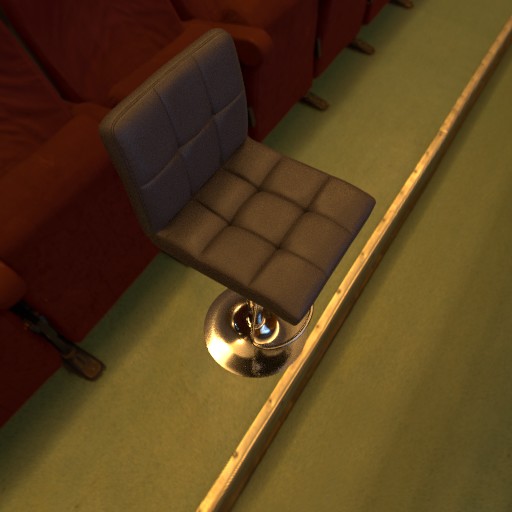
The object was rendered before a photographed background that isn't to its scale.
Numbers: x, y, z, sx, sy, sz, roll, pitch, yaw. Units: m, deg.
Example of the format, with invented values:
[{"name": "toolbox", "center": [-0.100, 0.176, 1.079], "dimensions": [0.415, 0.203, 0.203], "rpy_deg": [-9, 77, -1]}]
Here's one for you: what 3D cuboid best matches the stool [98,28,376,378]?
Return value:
[{"name": "stool", "center": [0.000, 0.000, 1.346], "dimensions": [0.505, 1.115, 0.430], "rpy_deg": [29, 63, 17]}]
